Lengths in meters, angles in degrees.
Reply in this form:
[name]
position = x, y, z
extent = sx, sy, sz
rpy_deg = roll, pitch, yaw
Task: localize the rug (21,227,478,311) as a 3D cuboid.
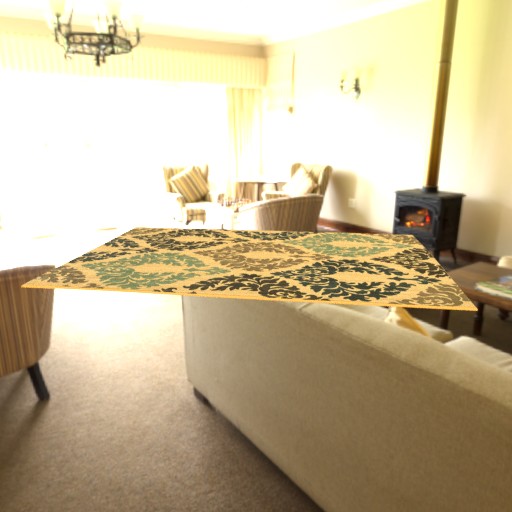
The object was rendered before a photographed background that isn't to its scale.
[rug]
position = 0.000, 0.000, 2.891
extent = 2.275, 0.014, 1.514
rpy_deg = 2, 16, 8
